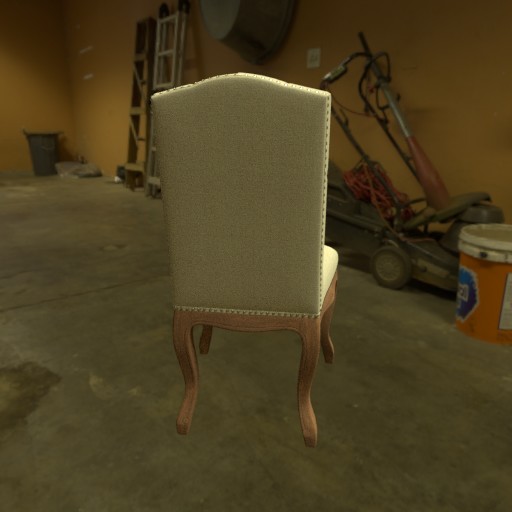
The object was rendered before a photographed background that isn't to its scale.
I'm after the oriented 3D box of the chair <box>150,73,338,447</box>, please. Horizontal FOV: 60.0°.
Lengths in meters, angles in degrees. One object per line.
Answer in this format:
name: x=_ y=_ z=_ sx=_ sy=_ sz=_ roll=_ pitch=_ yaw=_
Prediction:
chair: x=0.000 y=0.000 z=1.599 sx=0.623 sy=1.165 sz=0.715 roll=2 pitch=17 yaw=8
